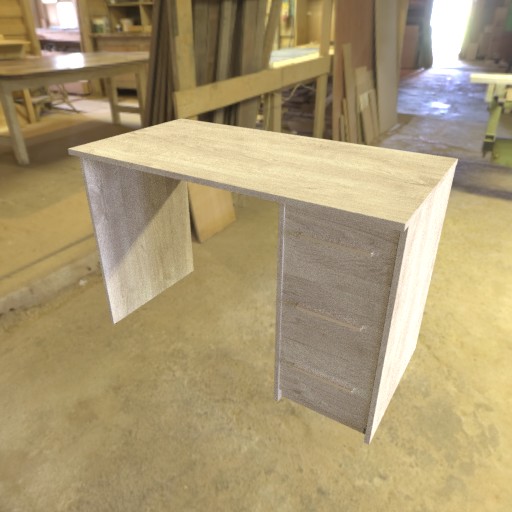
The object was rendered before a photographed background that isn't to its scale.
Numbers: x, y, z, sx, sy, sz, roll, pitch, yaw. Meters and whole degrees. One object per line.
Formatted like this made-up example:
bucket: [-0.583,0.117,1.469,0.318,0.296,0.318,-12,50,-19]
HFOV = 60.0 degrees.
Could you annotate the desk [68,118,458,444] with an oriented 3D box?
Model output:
desk: [0.000,0.000,1.571,1.097,0.735,0.560,17,33,28]
